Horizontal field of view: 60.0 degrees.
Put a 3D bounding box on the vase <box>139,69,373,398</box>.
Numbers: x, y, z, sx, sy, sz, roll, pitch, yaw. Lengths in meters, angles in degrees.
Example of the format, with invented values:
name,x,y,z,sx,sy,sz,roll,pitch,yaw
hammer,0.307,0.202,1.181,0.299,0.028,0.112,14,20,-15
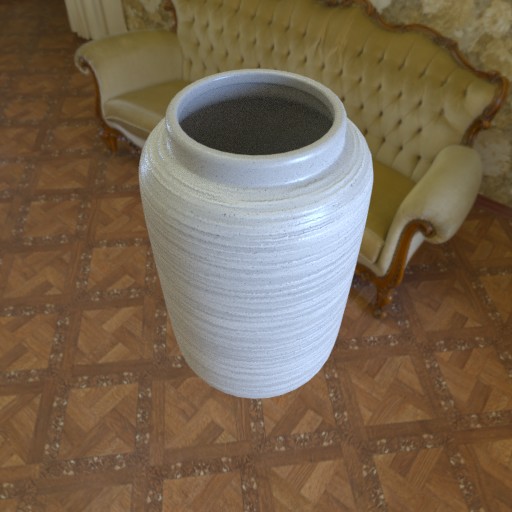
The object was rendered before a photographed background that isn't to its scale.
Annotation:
name,x,y,z,sx,sy,sz,roll,pitch,yaw
vase,0.000,0.000,0.463,0.202,0.335,0.202,0,48,0
